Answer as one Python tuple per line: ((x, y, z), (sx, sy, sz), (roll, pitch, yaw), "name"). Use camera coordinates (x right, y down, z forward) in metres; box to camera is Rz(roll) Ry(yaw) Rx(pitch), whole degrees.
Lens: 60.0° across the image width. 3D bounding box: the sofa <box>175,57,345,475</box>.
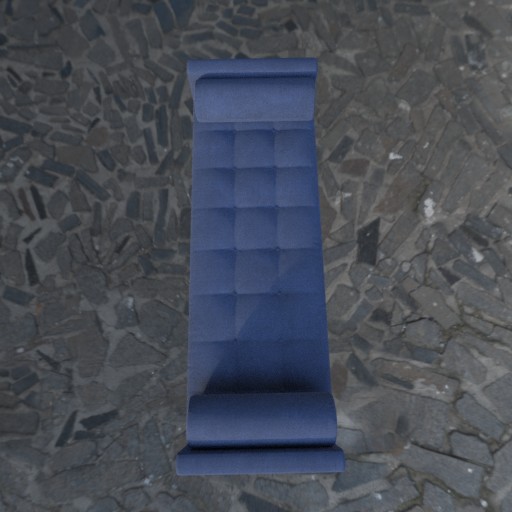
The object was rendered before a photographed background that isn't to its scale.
((0.000, 0.000, 2.322), (0.686, 0.635, 1.981), (-1, 74, 0), "sofa")
